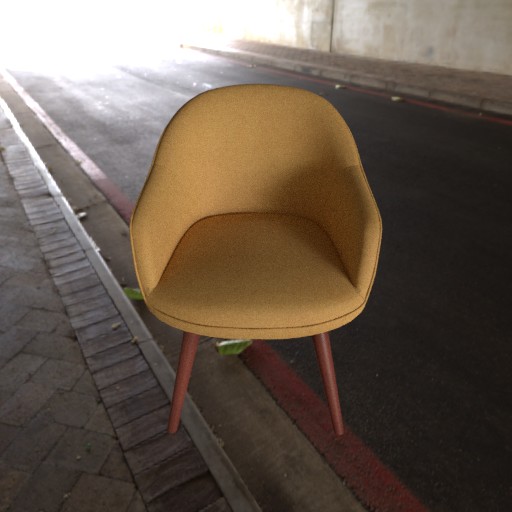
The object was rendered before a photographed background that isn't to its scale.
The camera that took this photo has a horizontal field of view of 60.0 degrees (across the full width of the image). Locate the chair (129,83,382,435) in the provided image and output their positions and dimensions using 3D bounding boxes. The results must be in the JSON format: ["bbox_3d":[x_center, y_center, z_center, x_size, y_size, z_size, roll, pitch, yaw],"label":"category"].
[{"bbox_3d":[0.000,0.000,1.251,0.596,0.823,0.635,0,30,1],"label":"chair"}]
